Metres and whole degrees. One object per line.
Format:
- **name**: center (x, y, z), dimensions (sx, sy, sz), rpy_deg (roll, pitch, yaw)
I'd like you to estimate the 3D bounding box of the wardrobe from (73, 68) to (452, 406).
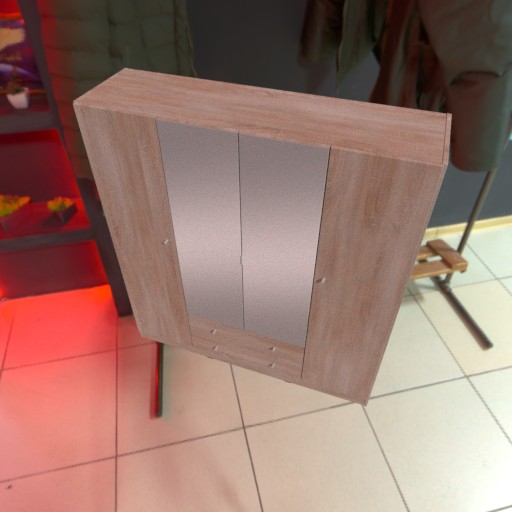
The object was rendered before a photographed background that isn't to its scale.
- **wardrobe**: center (0.000, 0.000, 3.131), dimensions (1.998, 2.159, 0.598), rpy_deg (14, 44, 14)
